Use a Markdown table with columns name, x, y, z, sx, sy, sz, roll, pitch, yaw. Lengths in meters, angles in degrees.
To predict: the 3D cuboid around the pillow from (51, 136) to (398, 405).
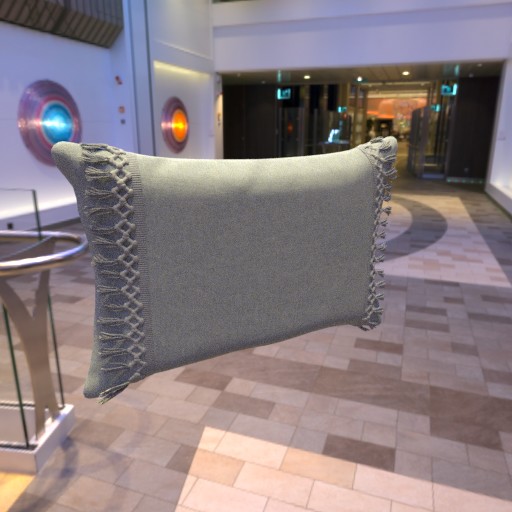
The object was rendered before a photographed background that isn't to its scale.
| name | x | y | z | sx | sy | sz | roll | pitch | yaw |
| --- | --- | --- | --- | --- | --- | --- | --- | --- | --- |
| pillow | 0.000 | 0.000 | 0.590 | 0.466 | 0.305 | 0.084 | -8 | 18 | -26 |
